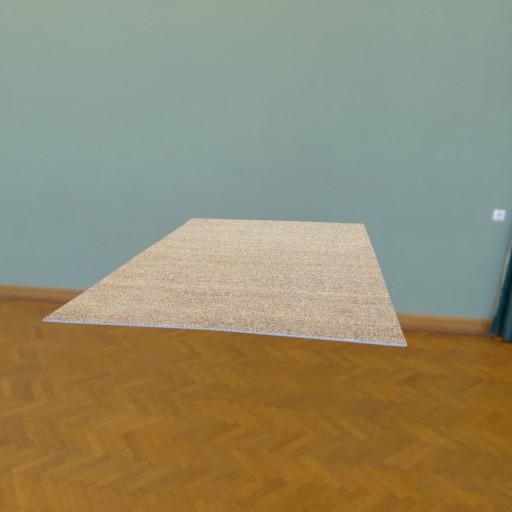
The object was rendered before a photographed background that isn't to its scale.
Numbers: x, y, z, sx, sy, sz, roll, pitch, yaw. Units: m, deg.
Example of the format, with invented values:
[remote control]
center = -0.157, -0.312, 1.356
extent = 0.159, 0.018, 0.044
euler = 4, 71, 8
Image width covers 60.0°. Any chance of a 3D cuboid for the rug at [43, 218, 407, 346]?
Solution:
[rug]
center = 0.000, 0.000, 3.011
extent = 1.609, 0.030, 2.342
euler = 3, 17, 9
